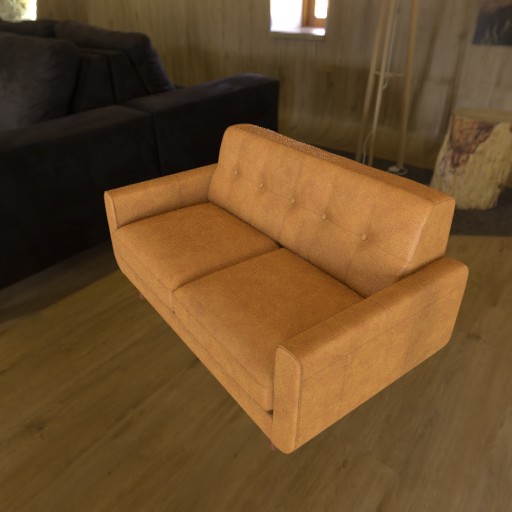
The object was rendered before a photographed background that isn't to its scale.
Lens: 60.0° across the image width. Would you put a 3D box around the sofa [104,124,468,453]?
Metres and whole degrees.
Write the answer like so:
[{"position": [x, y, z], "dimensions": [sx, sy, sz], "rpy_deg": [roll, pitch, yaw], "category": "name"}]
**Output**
[{"position": [0.000, 0.000, 2.195], "dimensions": [0.952, 0.925, 1.651], "rpy_deg": [-21, 37, -31], "category": "sofa"}]
